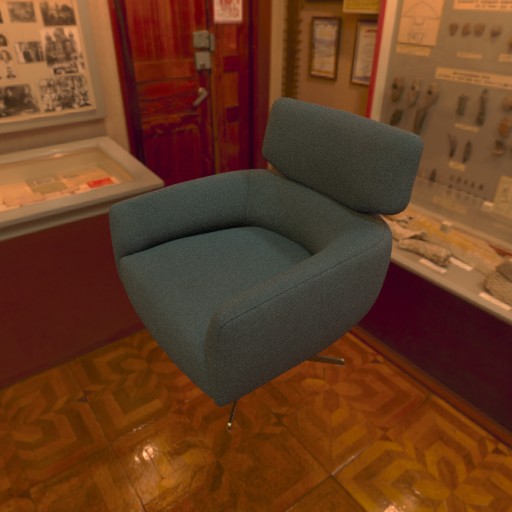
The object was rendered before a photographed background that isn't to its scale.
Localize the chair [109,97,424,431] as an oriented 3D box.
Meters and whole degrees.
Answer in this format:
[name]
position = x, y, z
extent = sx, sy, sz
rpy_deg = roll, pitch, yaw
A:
[chair]
position = 0.000, 0.000, 1.412
extent = 0.761, 0.813, 0.738
rpy_deg = -20, 36, -29
